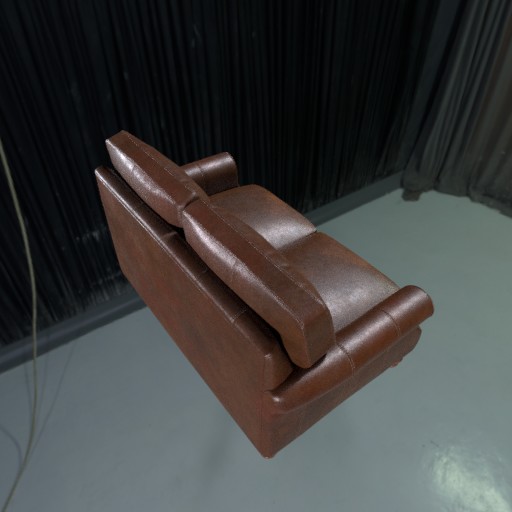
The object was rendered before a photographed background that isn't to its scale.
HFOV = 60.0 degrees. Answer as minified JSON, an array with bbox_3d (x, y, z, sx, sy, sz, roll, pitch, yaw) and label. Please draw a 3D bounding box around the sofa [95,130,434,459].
[{"bbox_3d":[0.000,0.000,2.235,0.990,0.976,1.616,-26,48,-27],"label":"sofa"}]
